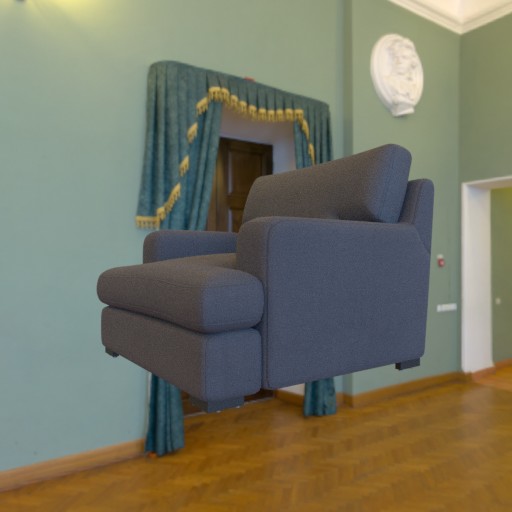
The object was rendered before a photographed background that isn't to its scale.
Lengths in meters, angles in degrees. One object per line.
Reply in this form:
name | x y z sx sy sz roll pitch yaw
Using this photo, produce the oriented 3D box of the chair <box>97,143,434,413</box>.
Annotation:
chair | 0.000 0.000 2.026 1.143 0.940 1.168 0 0 -35
